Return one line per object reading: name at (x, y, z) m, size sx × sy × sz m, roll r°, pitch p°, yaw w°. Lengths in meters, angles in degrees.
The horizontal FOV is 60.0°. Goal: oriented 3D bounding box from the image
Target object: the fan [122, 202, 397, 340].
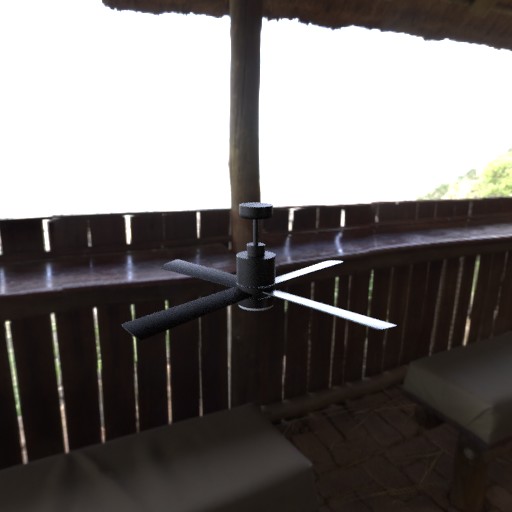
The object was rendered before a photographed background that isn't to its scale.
fan at (0.000, 0.000, 2.302) m, size 1.525 × 0.534 × 1.525 m, roll 13°, pitch 19°, yaw 42°
